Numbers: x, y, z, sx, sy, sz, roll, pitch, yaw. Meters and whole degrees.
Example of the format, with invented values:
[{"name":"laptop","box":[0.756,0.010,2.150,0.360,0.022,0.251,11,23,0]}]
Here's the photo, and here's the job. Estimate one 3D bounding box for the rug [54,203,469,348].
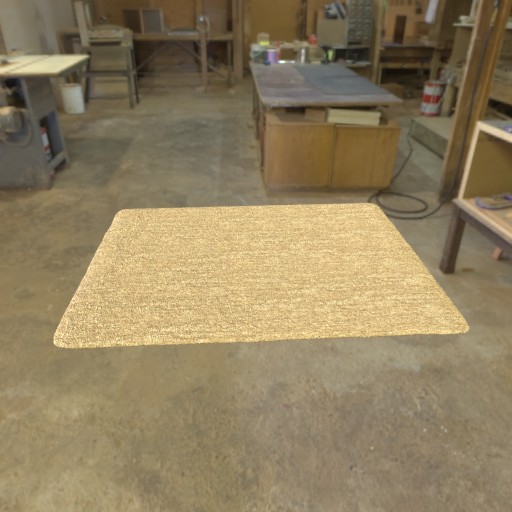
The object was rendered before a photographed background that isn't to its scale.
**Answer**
[{"name":"rug","box":[0.000,0.000,3.901,2.873,0.050,2.242,-2,30,-3]}]
